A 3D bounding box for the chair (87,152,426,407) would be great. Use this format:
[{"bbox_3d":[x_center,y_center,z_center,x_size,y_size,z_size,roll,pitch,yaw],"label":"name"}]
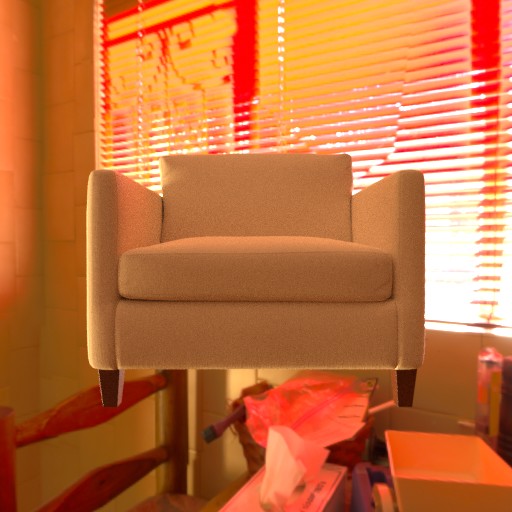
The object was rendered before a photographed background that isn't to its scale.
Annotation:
[{"bbox_3d":[0.000,0.000,1.700,1.019,0.885,0.878,0,1,0],"label":"chair"}]
